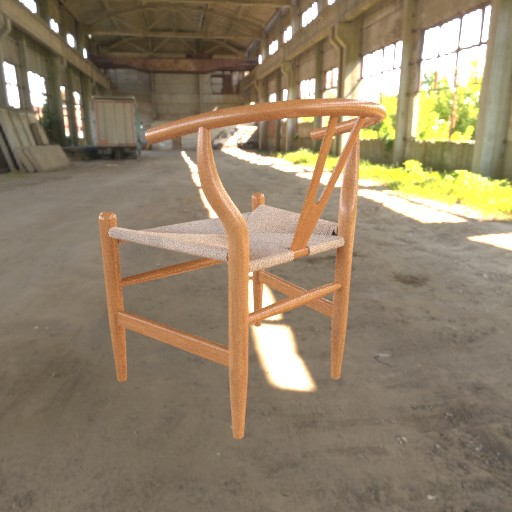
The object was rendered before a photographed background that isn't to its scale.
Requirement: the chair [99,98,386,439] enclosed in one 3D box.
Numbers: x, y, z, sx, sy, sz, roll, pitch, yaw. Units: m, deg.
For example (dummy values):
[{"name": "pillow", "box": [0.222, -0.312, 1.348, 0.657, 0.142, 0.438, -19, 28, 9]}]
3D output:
[{"name": "chair", "box": [0.000, 0.000, 1.132, 0.569, 0.730, 0.579, -14, 21, -41]}]
